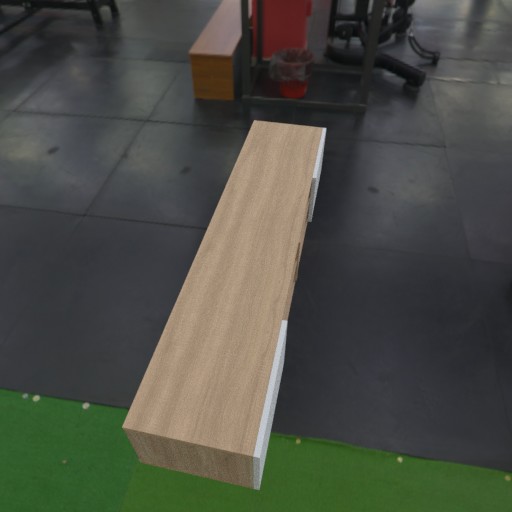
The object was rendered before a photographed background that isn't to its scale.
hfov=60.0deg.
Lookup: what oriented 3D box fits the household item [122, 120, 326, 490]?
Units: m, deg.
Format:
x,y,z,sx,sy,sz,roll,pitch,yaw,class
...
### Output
x,y,z,sx,sy,sz,roll,pitch,yaw,class
0.000,0.000,2.031,0.420,0.310,1.850,9,47,8,household item
